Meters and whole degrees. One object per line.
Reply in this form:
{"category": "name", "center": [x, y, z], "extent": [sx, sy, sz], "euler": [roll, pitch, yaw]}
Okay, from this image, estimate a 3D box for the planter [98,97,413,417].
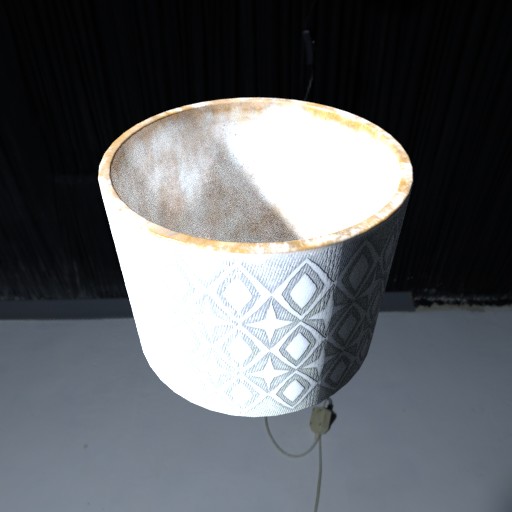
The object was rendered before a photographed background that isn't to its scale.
{"category": "planter", "center": [0.000, 0.000, 0.441], "extent": [0.255, 0.223, 0.255], "euler": [0, 40, 0]}
